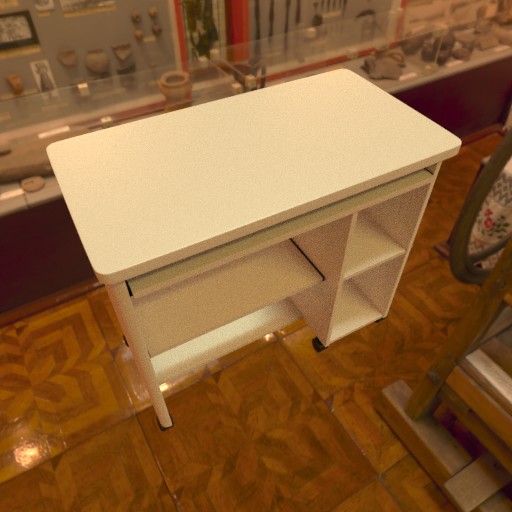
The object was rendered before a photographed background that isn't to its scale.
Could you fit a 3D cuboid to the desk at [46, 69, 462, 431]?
[{"bbox_3d":[0.000,0.000,1.315,0.877,0.763,0.475,-22,50,-19],"label":"desk"}]
